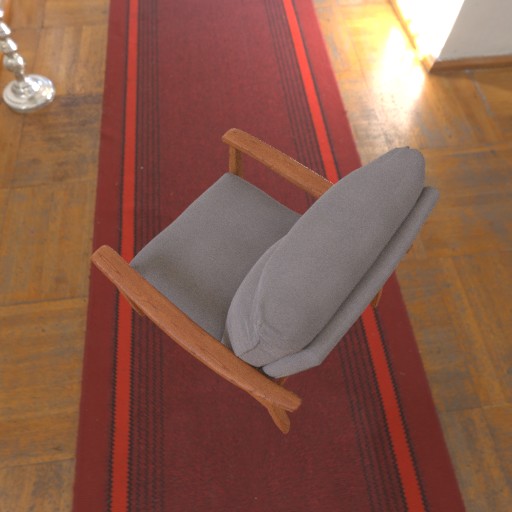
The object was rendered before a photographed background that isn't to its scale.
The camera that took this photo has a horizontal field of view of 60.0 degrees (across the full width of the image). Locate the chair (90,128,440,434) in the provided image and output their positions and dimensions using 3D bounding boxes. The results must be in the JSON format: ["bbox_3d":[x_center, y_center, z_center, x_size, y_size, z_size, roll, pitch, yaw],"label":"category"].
[{"bbox_3d":[0.000,0.000,1.499,0.816,0.922,0.782,35,67,17],"label":"chair"}]
